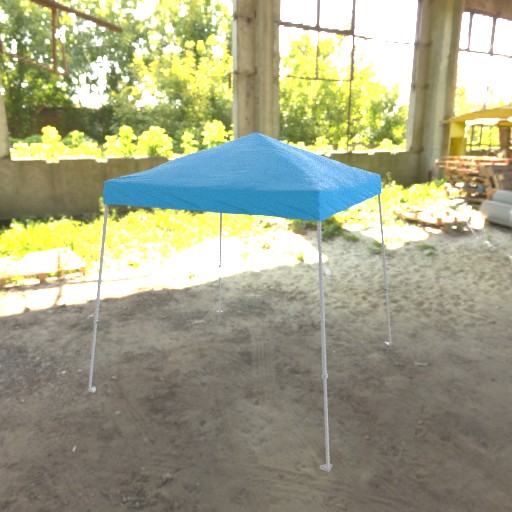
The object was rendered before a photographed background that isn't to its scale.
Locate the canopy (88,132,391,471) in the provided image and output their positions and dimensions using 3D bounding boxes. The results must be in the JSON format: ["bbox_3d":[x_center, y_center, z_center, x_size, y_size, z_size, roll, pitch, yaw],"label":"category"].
[{"bbox_3d":[0.000,0.000,6.700,3.600,3.600,3.599,7,16,26],"label":"canopy"}]
